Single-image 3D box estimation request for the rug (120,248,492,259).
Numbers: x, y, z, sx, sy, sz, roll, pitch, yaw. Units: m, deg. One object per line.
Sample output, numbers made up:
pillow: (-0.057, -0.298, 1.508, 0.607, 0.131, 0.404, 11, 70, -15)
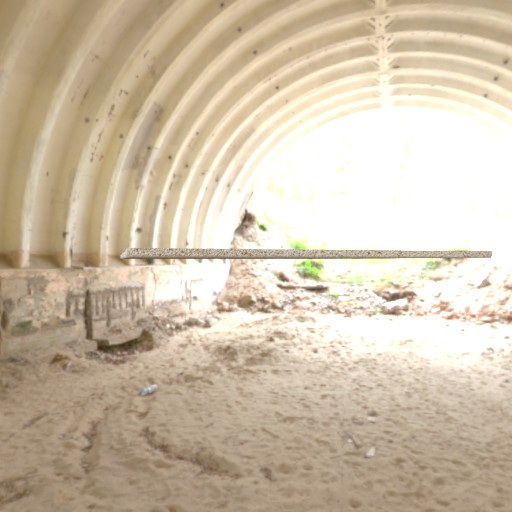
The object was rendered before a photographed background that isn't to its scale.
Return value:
rug: (0.000, 0.000, 2.075, 1.199, 0.025, 1.600, 0, -1, -18)
